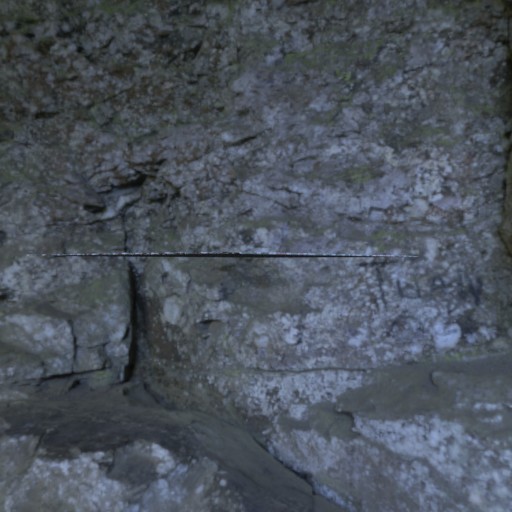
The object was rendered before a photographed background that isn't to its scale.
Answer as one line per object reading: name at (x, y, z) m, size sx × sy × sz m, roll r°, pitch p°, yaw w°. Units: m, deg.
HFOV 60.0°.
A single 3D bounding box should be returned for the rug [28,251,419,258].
rug at (0.000, 0.000, 3.084) m, size 1.524 × 0.011 × 2.438 m, roll 0°, pitch -1°, yaw 37°
